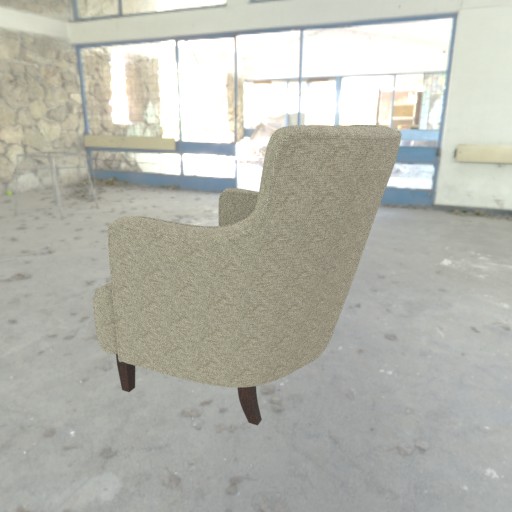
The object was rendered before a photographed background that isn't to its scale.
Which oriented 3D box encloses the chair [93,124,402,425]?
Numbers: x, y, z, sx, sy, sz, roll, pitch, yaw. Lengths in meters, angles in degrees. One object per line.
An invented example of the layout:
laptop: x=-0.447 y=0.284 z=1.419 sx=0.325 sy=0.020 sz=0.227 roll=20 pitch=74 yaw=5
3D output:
chair: x=0.000 y=0.000 z=1.632 sx=0.910 sy=0.920 sz=0.820 roll=8 pitch=19 yaw=24
